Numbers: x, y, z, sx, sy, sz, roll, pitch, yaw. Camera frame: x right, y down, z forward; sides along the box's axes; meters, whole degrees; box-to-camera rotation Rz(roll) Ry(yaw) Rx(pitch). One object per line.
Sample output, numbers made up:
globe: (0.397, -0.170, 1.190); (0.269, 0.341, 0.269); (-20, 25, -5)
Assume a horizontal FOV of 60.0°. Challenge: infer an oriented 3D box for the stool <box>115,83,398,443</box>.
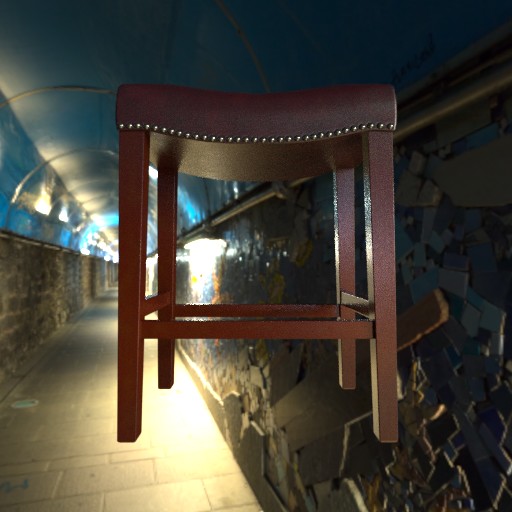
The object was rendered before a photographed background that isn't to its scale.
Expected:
stool: (0.000, 0.000, 0.959); (0.504, 0.657, 0.372); (0, -1, 0)
